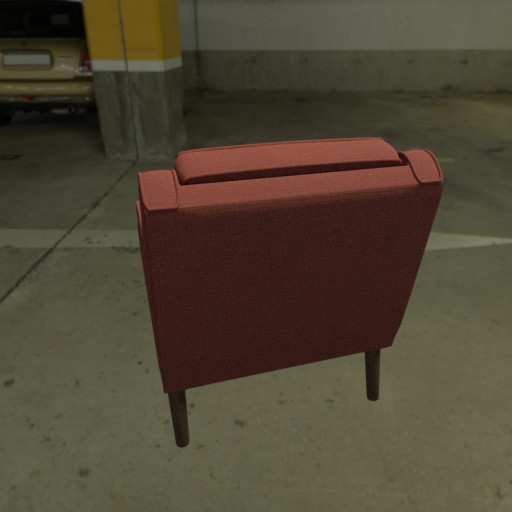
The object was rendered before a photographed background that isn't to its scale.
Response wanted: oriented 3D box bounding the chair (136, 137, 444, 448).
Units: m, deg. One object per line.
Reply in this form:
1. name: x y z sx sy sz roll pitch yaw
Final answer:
1. chair: 0.000 0.000 1.379 0.680 0.812 0.770 -8 28 -15
